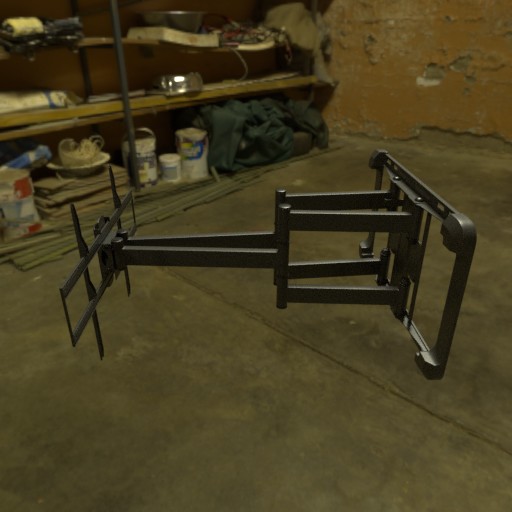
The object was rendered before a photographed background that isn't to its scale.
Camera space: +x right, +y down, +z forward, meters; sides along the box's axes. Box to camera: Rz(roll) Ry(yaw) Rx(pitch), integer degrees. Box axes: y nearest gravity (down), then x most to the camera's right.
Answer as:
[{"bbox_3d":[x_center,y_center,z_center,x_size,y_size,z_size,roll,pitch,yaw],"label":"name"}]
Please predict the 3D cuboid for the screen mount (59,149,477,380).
[{"bbox_3d":[0.000,0.000,1.333,0.905,0.483,0.725,-1,27,-2],"label":"screen mount"}]
